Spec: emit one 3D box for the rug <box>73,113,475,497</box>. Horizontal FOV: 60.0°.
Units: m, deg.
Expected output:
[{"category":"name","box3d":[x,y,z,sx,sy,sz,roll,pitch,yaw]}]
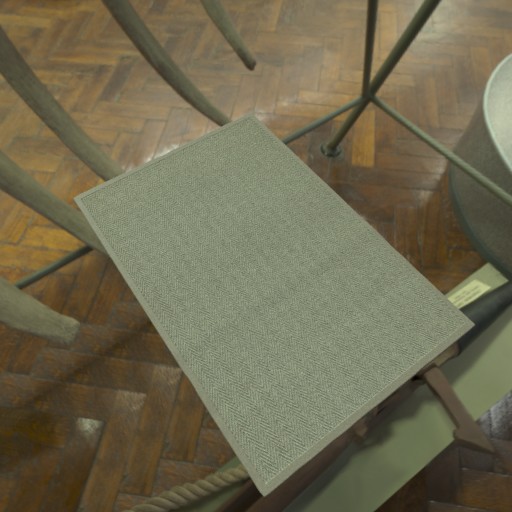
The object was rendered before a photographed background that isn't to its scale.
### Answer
[{"category":"rug","box3d":[0.000,0.000,2.864,1.540,0.021,2.290,-31,63,-18]}]
